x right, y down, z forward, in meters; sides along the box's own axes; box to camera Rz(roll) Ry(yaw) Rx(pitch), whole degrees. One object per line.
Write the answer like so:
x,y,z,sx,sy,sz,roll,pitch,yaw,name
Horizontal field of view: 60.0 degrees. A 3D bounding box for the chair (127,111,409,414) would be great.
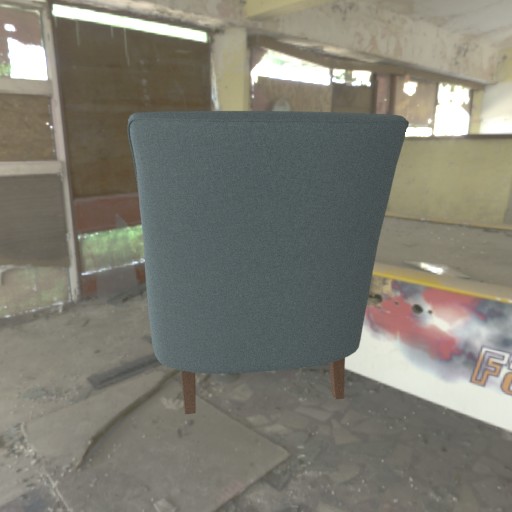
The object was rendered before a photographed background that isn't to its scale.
0.000,0.000,1.551,0.756,0.916,0.879,-2,14,-9,chair
